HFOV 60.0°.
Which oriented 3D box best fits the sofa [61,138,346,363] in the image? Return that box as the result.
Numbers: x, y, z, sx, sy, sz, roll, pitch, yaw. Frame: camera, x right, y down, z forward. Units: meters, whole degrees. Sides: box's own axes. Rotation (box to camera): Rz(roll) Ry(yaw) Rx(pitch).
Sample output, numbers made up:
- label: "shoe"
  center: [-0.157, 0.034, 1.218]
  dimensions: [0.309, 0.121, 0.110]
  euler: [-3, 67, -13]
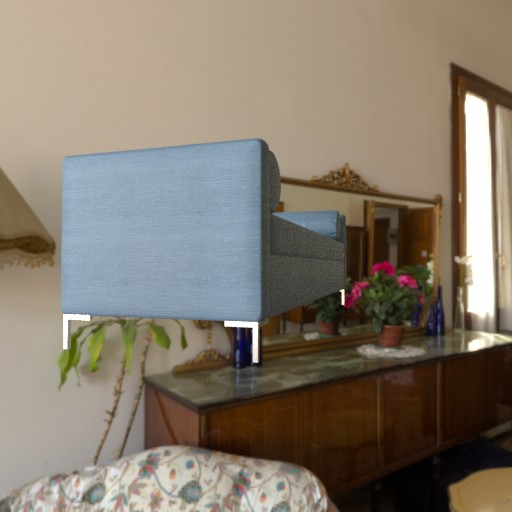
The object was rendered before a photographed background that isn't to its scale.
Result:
- label: "sofa"
  center: [0.000, 0.000, 2.256]
  dimensions: [0.686, 0.635, 1.981]
  euler: [0, -1, 18]
